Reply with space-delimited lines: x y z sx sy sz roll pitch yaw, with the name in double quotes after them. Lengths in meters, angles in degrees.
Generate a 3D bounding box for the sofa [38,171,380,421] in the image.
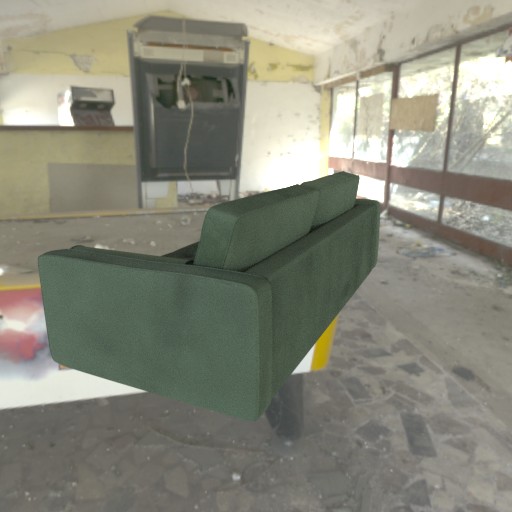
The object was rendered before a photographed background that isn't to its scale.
0.000 0.000 2.276 0.916 0.772 1.880 7 17 25 "sofa"
